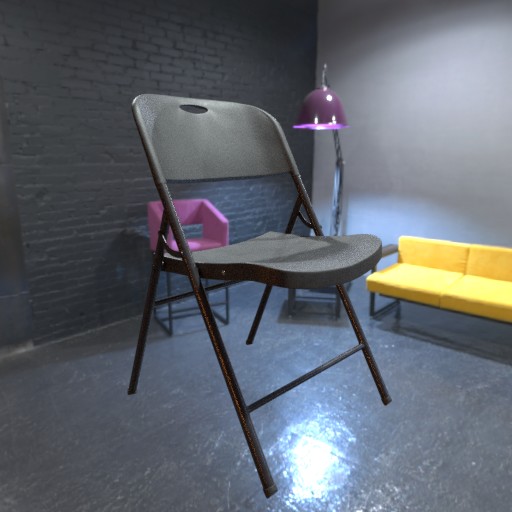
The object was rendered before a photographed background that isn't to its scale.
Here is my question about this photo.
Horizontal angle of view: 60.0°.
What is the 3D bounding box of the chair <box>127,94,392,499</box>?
[{"bbox_3d":[0.000,0.000,1.138,0.566,0.810,0.494,13,19,43],"label":"chair"}]
